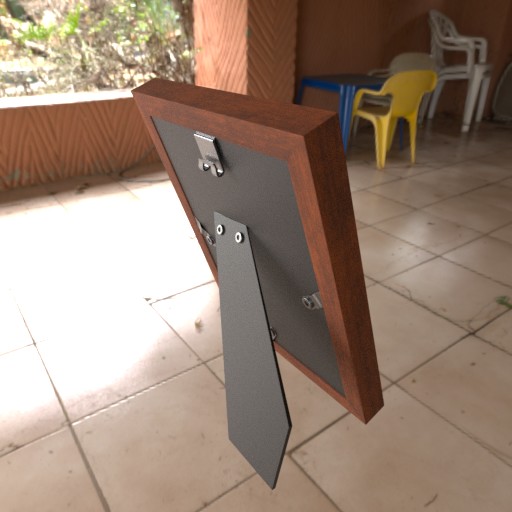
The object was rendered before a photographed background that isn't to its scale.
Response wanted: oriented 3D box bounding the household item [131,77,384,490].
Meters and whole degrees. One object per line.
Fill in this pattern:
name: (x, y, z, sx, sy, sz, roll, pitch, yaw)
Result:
household item: (0.000, 0.000, 0.285, 0.096, 0.204, 0.160, -19, 33, -32)
